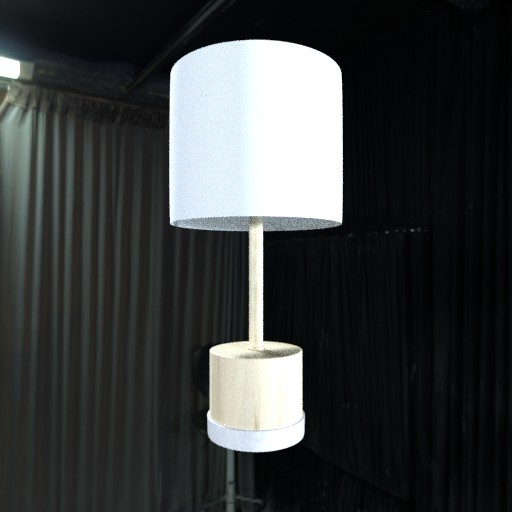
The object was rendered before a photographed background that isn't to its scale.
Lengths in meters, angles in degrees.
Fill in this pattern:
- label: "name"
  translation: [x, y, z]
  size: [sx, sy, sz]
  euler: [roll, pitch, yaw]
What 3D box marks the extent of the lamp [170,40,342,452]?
- label: "lamp"
  translation: [0.000, 0.000, 0.595]
  size: [0.229, 0.470, 0.229]
  euler: [1, -1, -36]
